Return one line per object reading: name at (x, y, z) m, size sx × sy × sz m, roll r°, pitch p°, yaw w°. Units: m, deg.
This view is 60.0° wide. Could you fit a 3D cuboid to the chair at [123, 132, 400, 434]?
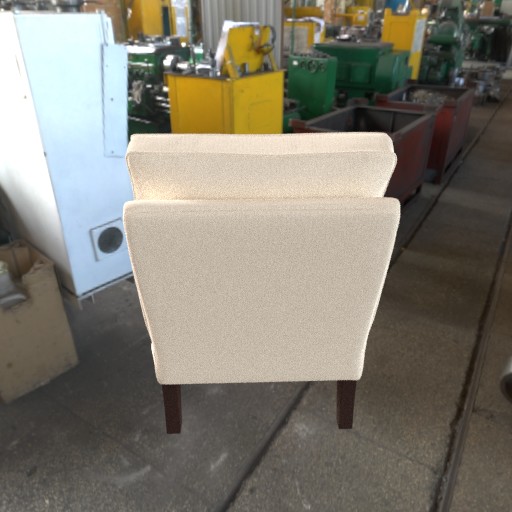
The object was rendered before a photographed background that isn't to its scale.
chair at (0.000, 0.000, 1.421) m, size 0.630 × 0.887 × 0.781 m, roll -1°, pitch 30°, yaw -2°
